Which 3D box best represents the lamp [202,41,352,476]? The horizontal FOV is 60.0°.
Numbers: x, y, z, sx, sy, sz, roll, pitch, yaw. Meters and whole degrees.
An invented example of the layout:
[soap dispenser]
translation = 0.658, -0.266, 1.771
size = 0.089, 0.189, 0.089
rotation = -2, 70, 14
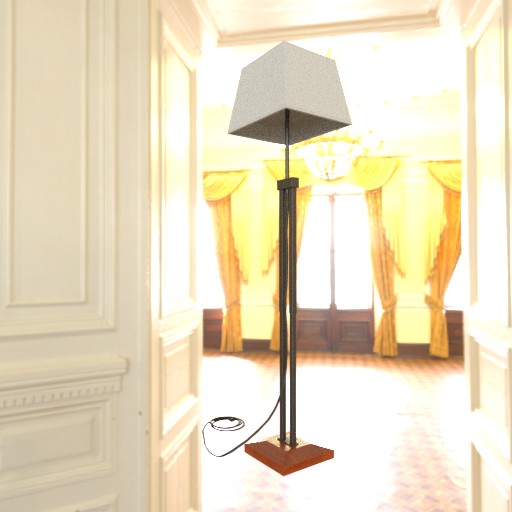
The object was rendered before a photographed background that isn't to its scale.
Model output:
[lamp]
translation = 0.000, 0.000, 2.019
size = 0.472, 1.712, 0.745
rotation = 1, -1, -35
